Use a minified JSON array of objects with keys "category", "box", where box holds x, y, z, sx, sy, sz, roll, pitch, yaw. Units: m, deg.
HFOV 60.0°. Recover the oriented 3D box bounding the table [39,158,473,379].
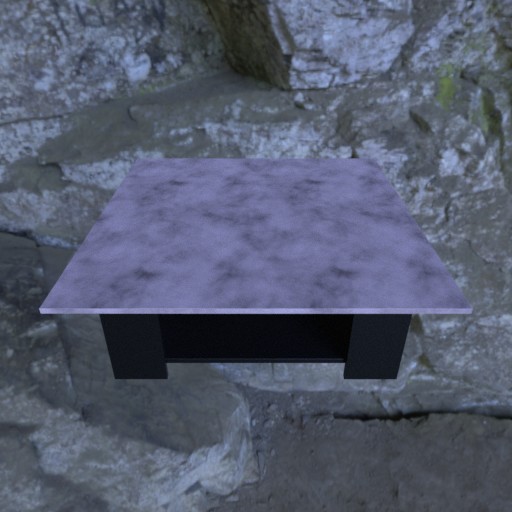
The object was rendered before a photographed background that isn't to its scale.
[{"category":"table","box":[0.000,0.000,1.366,0.890,0.305,0.890,0,32,0]}]
